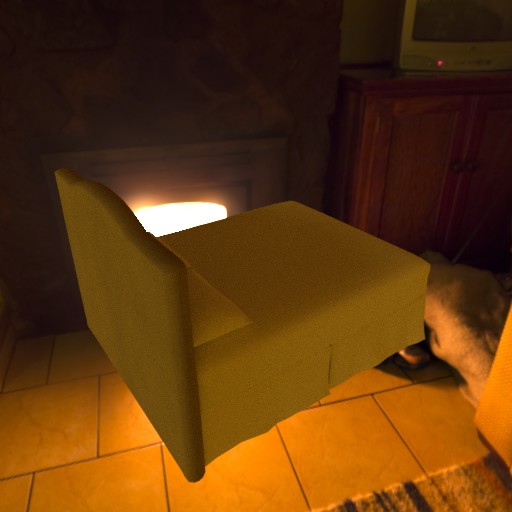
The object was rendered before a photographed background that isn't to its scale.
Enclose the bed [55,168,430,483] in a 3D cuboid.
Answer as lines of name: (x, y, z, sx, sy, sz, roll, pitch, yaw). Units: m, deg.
bed: (0.000, 0.000, 3.200, 2.128, 1.441, 1.744, -19, 34, -31)
